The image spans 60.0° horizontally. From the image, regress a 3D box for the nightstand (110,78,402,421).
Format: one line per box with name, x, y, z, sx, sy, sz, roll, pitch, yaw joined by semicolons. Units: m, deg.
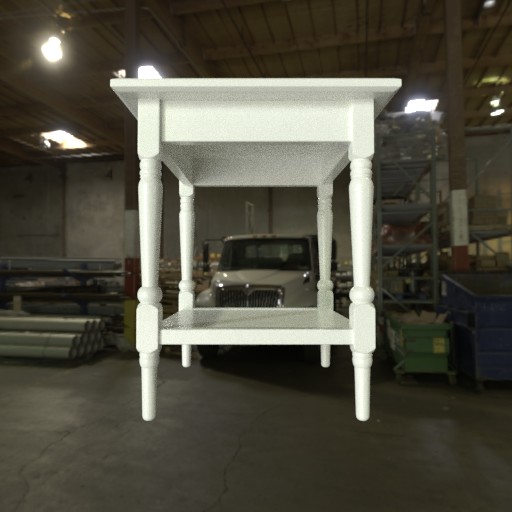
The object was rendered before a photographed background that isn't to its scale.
nightstand;0.000;0.000;0.943;0.459;0.555;0.505;0;-2;0
